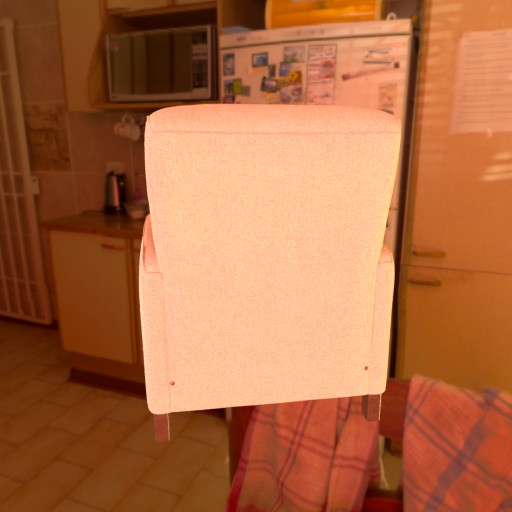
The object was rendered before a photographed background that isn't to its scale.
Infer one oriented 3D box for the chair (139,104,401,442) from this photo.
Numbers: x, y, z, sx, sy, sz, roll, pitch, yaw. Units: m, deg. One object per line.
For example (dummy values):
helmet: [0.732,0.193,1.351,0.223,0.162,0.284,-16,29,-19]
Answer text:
chair: [0.000,0.000,1.660,0.845,1.023,0.859,-2,15,-9]
